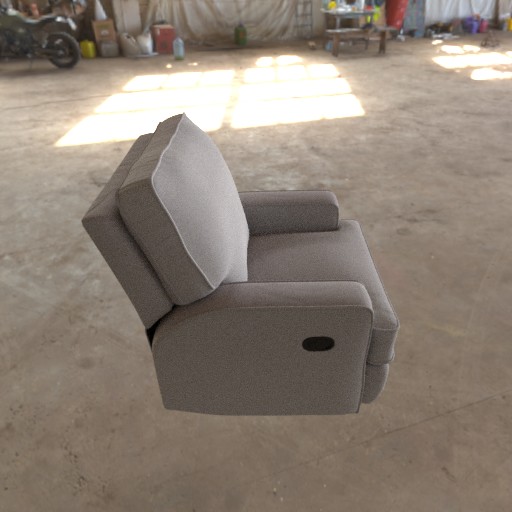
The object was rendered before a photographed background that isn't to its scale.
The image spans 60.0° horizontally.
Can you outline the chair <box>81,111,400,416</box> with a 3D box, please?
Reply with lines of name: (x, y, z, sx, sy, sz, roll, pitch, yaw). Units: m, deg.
chair: (0.000, 0.000, 1.724, 0.969, 0.964, 0.861, 0, 33, 0)
